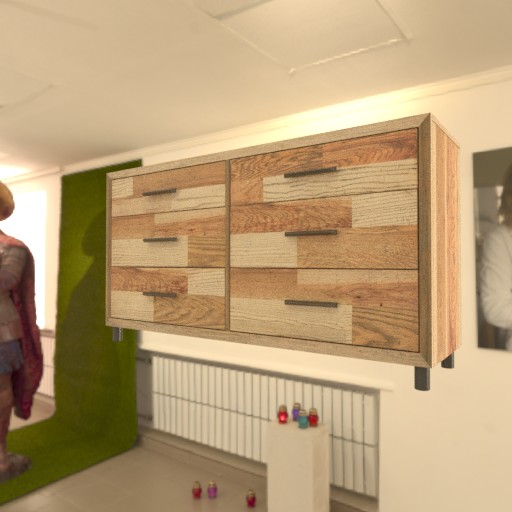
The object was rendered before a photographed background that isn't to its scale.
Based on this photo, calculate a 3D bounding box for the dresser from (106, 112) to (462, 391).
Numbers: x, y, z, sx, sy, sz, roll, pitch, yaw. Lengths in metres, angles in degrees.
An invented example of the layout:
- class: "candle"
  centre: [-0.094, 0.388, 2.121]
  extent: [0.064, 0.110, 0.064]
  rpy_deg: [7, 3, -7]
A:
- class: "dresser"
  centre: [0.000, 0.000, 1.915]
  extent: [1.547, 0.834, 0.487]
  rpy_deg: [-1, -1, 35]
